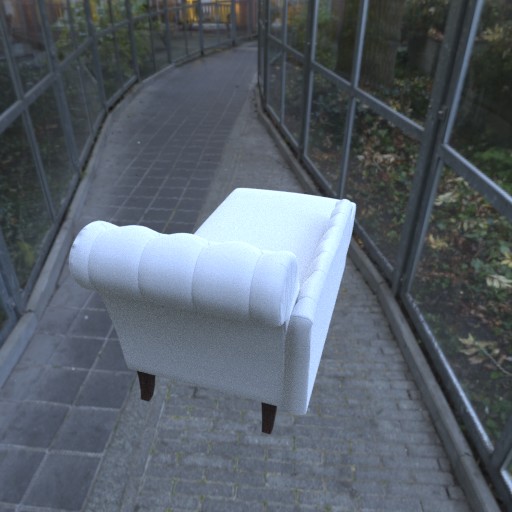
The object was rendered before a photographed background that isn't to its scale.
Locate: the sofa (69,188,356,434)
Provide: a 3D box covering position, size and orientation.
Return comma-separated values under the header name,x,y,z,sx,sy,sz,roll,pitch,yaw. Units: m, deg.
name,x,y,z,sx,sy,sz,roll,pitch,yaw
sofa,0.000,0.000,1.815,0.675,0.787,1.379,9,33,15
